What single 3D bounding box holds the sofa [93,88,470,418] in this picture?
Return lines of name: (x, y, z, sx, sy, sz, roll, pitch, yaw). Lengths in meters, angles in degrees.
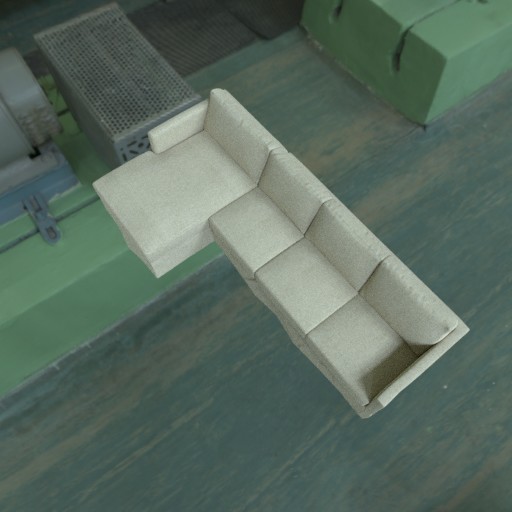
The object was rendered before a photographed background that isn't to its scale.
sofa: (0.000, 0.000, 3.931, 1.650, 0.922, 3.205, -35, 68, -16)
